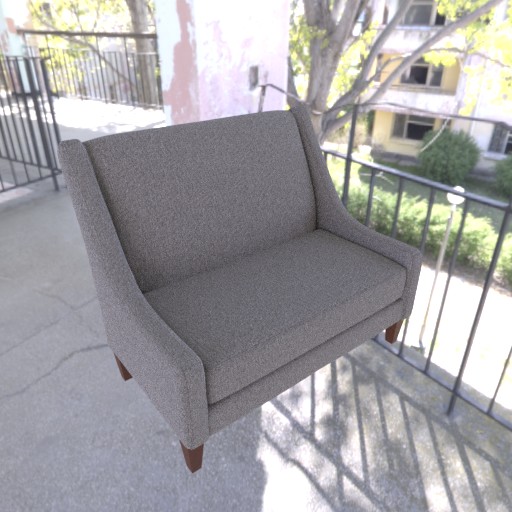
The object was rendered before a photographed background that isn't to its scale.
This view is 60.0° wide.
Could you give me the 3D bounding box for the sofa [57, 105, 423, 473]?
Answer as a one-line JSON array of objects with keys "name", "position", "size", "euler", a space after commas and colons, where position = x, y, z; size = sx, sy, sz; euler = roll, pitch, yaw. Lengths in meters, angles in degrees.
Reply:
[{"name": "sofa", "position": [0.000, 0.000, 1.895], "size": [1.242, 1.026, 0.862], "euler": [-21, 35, -33]}]
